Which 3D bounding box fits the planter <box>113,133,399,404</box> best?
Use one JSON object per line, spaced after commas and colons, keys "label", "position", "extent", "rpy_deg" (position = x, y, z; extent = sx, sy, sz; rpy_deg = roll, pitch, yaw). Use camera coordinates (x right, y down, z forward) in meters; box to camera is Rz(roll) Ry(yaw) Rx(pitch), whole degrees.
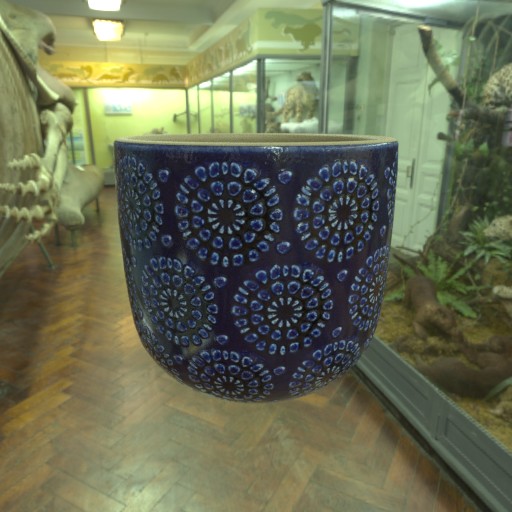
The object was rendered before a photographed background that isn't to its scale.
{"label": "planter", "position": [0.000, 0.000, 0.286], "extent": [0.165, 0.149, 0.165], "rpy_deg": [0, 17, 0]}
